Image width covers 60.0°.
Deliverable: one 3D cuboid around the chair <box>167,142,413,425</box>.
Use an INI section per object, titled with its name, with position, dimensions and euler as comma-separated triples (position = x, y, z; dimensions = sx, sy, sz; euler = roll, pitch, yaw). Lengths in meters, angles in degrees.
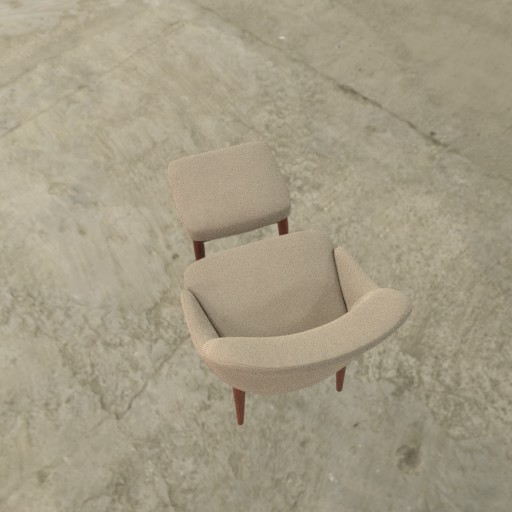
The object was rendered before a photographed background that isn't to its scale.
[chair]
position = 0.000, 0.000, 1.574
dimensions = 0.584, 0.866, 1.114
euler = -15, 59, -10
